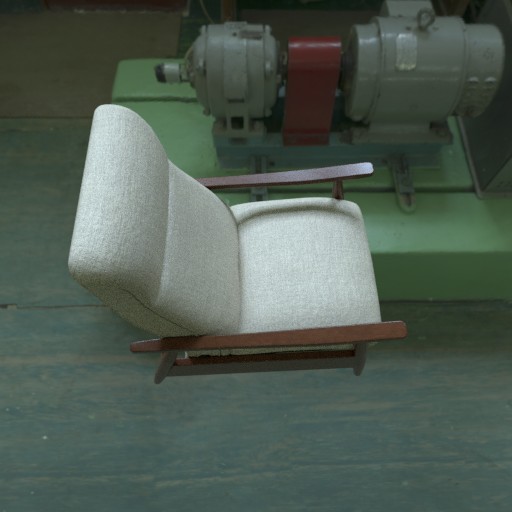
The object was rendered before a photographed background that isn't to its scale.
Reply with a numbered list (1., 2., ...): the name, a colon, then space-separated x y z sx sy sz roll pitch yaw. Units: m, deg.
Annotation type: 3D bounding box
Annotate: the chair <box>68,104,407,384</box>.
1. chair: 0.000 0.000 1.755 1.014 1.082 0.762 -2 62 -1
